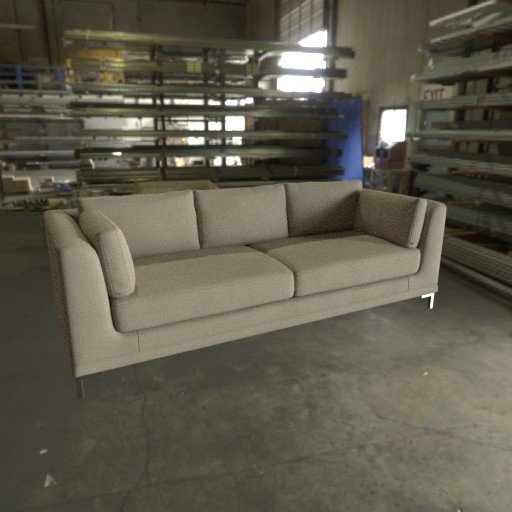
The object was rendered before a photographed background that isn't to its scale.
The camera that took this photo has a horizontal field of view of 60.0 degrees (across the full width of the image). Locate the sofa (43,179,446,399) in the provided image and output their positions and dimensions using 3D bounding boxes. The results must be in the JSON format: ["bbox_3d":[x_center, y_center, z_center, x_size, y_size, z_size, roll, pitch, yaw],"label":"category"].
[{"bbox_3d":[0.000,0.000,2.907,2.415,0.867,0.969,-8,18,-27],"label":"sofa"}]
